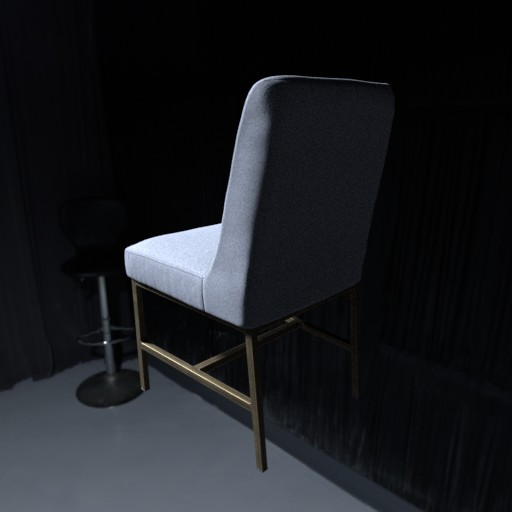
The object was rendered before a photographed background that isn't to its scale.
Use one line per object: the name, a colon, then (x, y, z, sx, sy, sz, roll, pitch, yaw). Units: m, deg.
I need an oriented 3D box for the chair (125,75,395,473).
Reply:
chair: (0.000, 0.000, 1.237, 0.508, 0.889, 0.587, -16, 23, -42)
